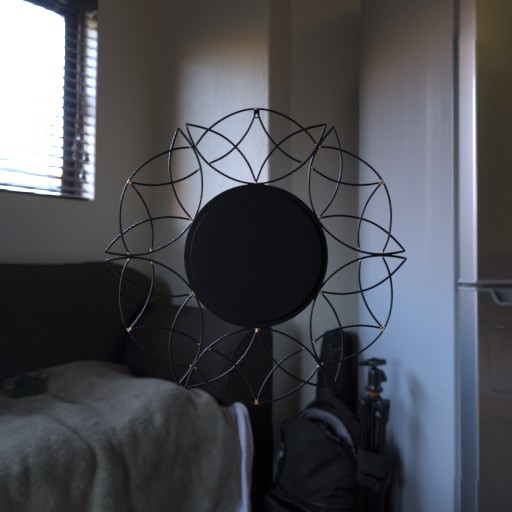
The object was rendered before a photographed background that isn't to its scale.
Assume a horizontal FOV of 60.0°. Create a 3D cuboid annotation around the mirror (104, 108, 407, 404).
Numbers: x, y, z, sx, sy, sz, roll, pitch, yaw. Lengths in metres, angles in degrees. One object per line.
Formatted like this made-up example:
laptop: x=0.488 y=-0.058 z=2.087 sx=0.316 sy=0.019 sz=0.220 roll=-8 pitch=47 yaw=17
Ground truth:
mirror: x=0.000 y=0.000 z=1.164 sx=0.797 sy=0.775 sz=0.028 roll=0 pitch=0 yaw=0
